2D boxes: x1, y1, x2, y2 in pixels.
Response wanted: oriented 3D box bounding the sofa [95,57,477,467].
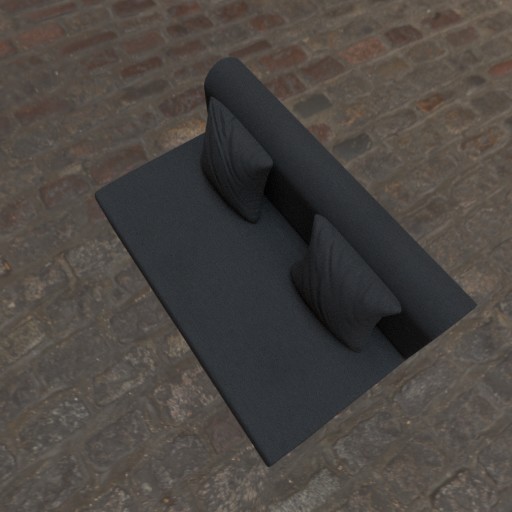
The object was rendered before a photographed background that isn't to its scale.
[{"bbox_3d":[0.000,0.000,1.663,0.762,0.670,1.225,-33,69,-14],"label":"sofa"}]
